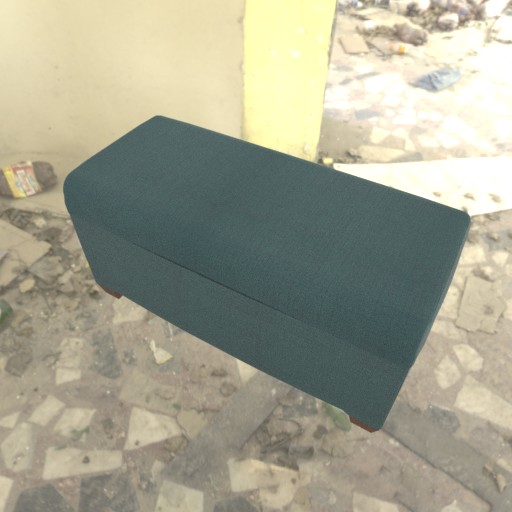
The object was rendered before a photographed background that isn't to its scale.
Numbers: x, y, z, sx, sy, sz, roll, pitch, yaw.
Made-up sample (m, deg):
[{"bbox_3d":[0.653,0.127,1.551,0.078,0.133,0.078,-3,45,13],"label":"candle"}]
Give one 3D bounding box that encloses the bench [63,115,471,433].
[{"bbox_3d":[0.000,0.000,1.272,0.995,0.474,0.476,23,50,21],"label":"bench"}]
